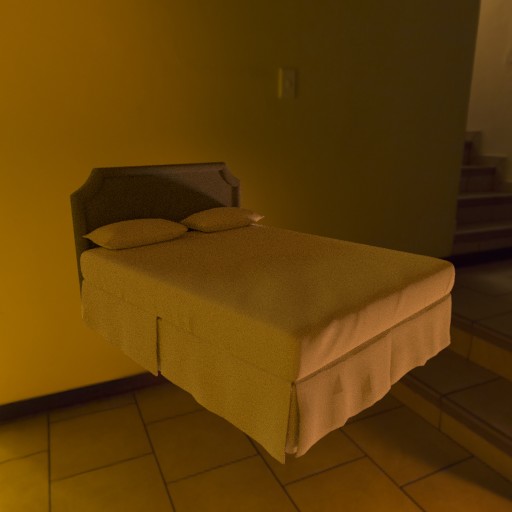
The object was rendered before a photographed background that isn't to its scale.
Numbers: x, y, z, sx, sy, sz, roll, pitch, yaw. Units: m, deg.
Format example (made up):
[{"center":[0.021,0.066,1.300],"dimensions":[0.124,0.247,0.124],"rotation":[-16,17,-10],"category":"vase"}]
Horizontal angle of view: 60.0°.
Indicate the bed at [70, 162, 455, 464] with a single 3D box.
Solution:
[{"center":[0.000,0.000,3.462],"dimensions":[1.977,1.306,2.464],"rotation":[-14,21,-43],"category":"bed"}]
